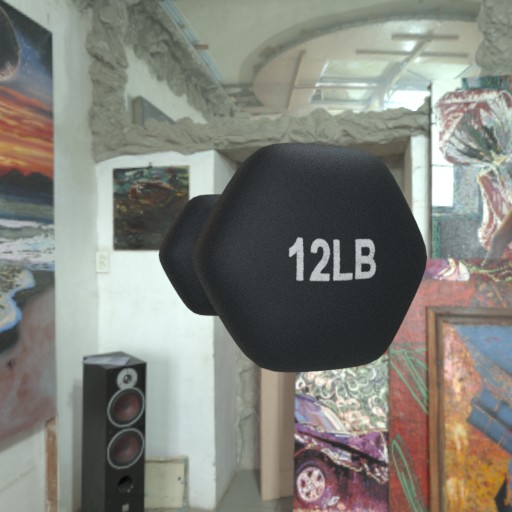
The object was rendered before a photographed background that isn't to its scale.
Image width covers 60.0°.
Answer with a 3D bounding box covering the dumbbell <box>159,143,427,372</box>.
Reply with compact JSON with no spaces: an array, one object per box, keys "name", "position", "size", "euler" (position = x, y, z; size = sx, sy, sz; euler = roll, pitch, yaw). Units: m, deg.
[{"name":"dumbbell","position":[0.000,0.000,0.292],"size":[0.112,0.101,0.231],"euler":[0,1,-16]}]
